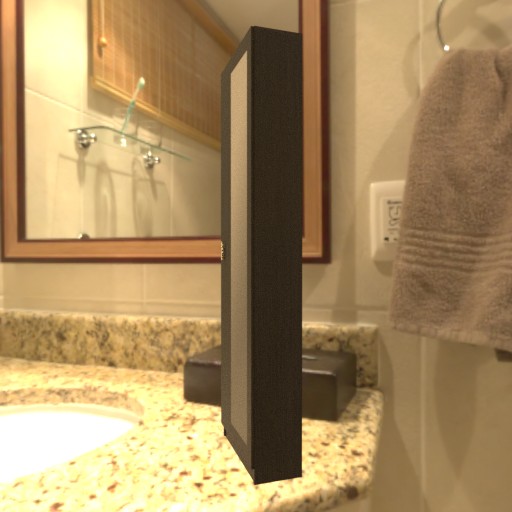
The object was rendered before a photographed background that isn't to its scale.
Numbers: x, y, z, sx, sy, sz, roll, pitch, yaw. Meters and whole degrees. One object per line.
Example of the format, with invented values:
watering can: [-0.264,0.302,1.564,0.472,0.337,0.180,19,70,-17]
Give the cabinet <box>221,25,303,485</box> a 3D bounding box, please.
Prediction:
cabinet: [0.000,0.000,1.991,0.230,1.790,0.500,0,1,-18]
